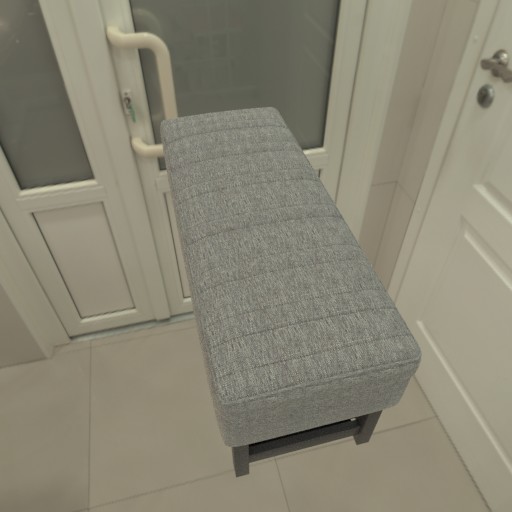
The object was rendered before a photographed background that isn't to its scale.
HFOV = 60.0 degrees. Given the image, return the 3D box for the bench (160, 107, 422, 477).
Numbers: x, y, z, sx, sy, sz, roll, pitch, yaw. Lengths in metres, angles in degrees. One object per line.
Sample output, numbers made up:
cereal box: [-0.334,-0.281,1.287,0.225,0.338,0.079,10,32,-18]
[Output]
bench: [0.000,0.000,1.334,0.429,0.470,1.100,-10,46,-10]
